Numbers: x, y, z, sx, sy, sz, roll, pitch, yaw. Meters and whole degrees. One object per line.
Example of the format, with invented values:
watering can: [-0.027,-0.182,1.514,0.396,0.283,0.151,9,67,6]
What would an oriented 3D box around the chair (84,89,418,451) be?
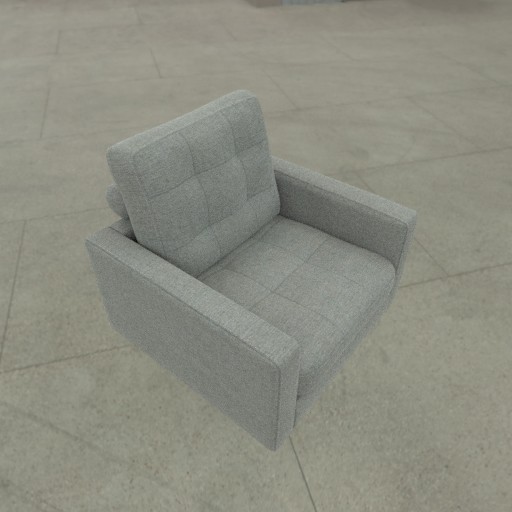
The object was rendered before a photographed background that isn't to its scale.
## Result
chair: [0.000,0.000,1.546,0.843,0.880,0.821,28,48,28]
